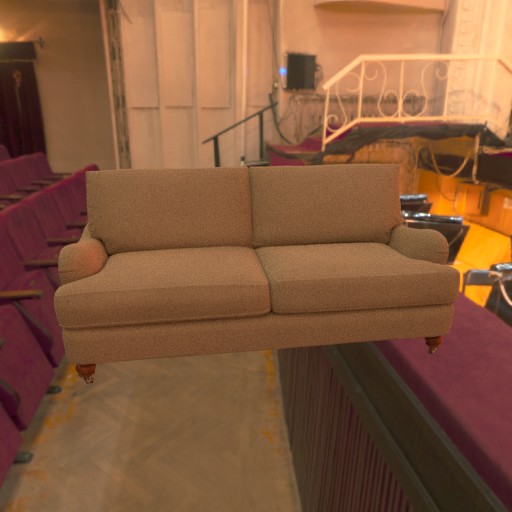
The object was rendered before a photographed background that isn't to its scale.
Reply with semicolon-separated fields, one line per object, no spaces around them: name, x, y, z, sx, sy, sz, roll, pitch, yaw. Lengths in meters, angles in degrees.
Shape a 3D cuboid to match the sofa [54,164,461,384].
sofa;0.000;0.000;2.628;2.070;0.997;1.091;-3;18;-9
